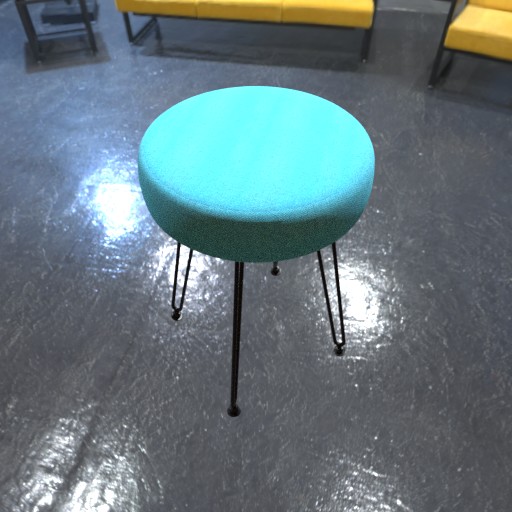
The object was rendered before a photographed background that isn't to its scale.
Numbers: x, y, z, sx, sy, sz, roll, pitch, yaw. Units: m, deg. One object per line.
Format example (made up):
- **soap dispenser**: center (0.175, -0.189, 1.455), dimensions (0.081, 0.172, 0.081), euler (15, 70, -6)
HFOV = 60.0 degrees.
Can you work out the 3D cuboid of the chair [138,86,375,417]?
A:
- **chair**: center (0.000, 0.000, 0.705), dimensions (0.350, 0.440, 0.350), euler (11, 48, 10)
